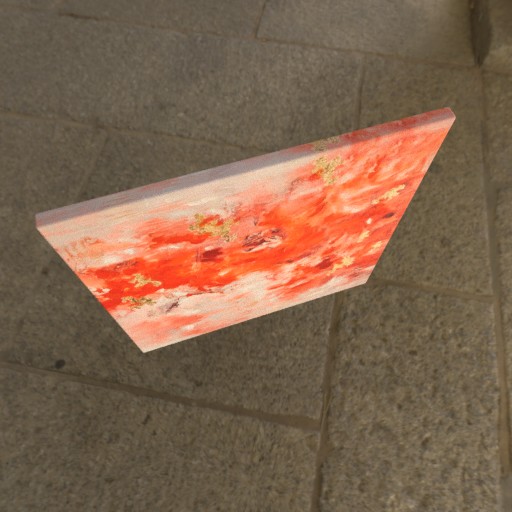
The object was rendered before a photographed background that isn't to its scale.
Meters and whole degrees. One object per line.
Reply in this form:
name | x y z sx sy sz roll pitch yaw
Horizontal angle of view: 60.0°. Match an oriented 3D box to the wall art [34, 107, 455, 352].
wall art | 0.000 0.000 1.283 0.878 0.878 0.066 -16 64 -8
